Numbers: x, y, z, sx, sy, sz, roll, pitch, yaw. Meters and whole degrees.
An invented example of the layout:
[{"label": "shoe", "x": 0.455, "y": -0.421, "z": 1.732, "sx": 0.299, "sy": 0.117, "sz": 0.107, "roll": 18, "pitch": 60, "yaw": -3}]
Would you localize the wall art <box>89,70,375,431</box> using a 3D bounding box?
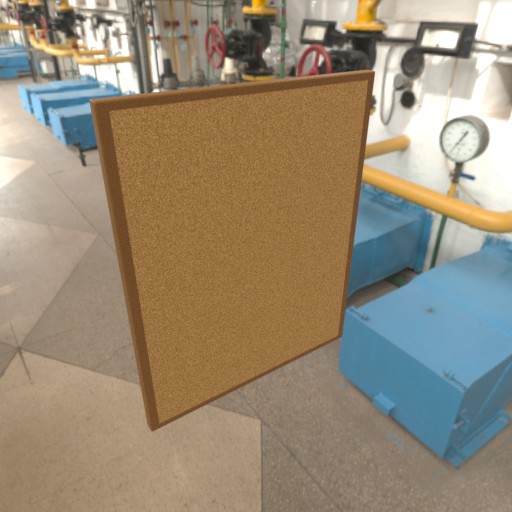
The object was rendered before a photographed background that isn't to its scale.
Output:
[{"label": "wall art", "x": 0.000, "y": 0.000, "z": 0.746, "sx": 0.449, "sy": 0.550, "sz": 0.021, "roll": -19, "pitch": 35, "yaw": -29}]
